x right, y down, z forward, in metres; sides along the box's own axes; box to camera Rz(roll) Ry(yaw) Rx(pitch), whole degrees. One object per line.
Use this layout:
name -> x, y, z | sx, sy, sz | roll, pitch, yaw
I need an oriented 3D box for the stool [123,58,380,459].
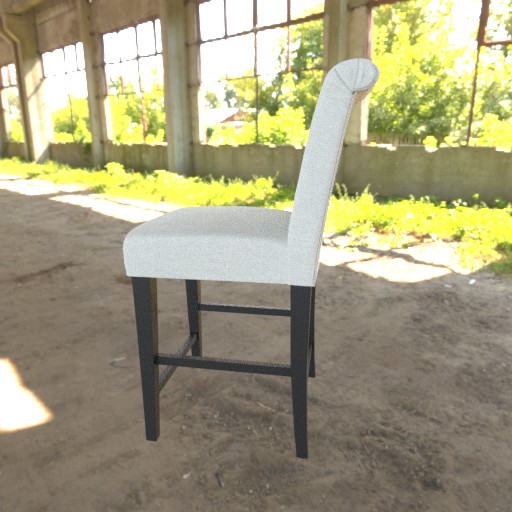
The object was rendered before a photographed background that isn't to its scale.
stool -> 0.000, 0.000, 1.276 | 0.597, 0.976, 0.452 | 3, 16, 10
